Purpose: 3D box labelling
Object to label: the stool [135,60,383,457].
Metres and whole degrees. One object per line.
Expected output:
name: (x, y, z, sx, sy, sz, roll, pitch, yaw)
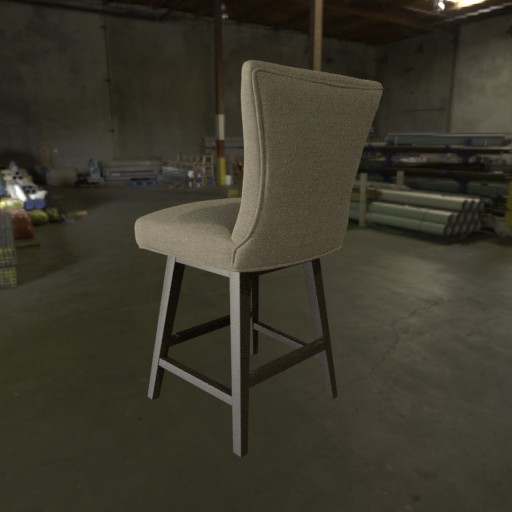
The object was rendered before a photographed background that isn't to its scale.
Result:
stool: (0.000, 0.000, 1.352, 0.514, 1.000, 0.574, -13, 19, -42)
